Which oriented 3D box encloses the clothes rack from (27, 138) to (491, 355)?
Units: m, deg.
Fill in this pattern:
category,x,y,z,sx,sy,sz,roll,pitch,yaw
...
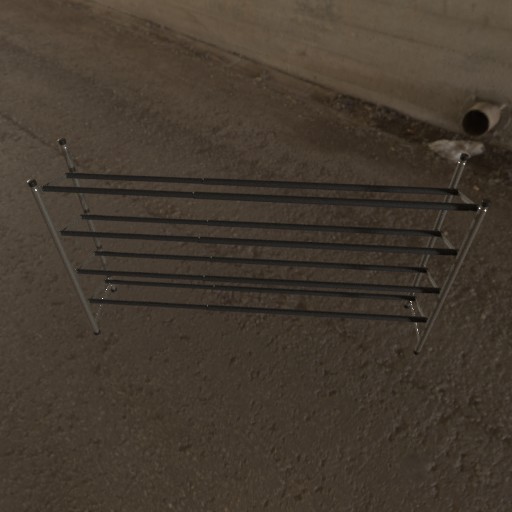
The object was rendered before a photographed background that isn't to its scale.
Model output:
category,x,y,z,sx,sy,sz,roll,pitch,yaw
clothes rack,0.000,0.000,1.421,1.168,0.672,0.229,3,45,3
